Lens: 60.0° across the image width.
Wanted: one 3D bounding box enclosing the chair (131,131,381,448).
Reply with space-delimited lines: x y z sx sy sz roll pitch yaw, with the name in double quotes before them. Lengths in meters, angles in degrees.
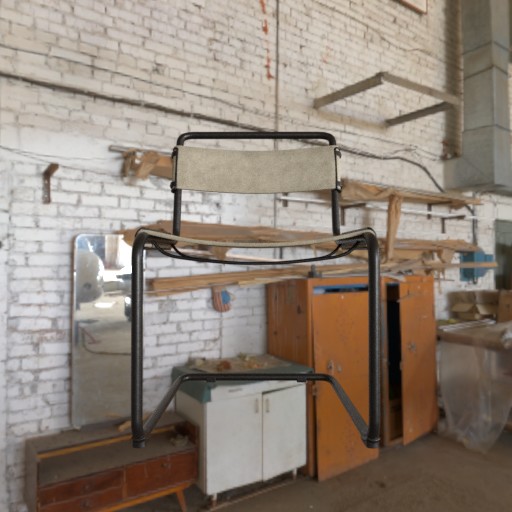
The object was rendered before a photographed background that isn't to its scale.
"chair" 0.000 0.000 1.078 0.499 0.747 0.497 0 -1 0
